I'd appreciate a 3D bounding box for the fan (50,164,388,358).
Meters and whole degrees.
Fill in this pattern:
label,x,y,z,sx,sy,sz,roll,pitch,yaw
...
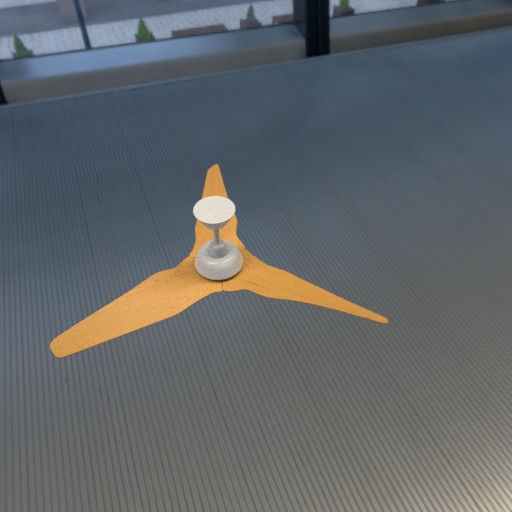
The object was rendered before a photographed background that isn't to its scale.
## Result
label,x,y,z,sx,sy,sz,roll,pitch,yaw
fan,0.000,0.000,1.608,1.010,0.355,1.142,17,49,15
